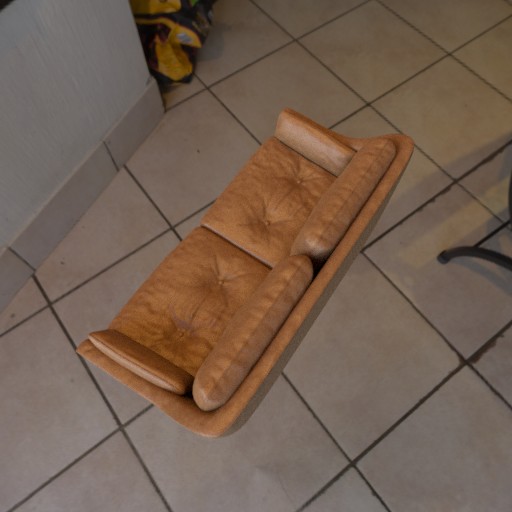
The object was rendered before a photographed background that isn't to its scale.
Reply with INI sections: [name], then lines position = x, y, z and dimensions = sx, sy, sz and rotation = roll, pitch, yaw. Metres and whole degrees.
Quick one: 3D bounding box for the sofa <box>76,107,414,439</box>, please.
[sofa]
position = 0.000, 0.000, 2.466
dimensions = 0.904, 0.839, 1.902
rotation = 32, 69, 14
